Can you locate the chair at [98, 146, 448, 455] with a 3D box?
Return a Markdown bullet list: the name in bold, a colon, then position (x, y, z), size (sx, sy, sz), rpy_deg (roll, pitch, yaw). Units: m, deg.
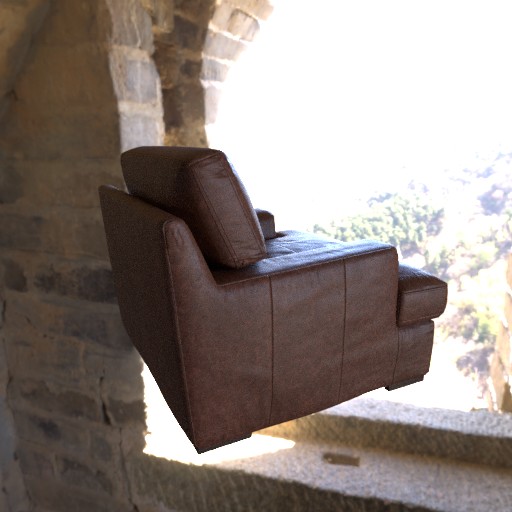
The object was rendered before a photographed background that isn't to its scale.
- **chair**: position (0.000, 0.000, 1.947), size (1.143, 0.939, 1.168), rpy_deg (-7, 16, -26)
